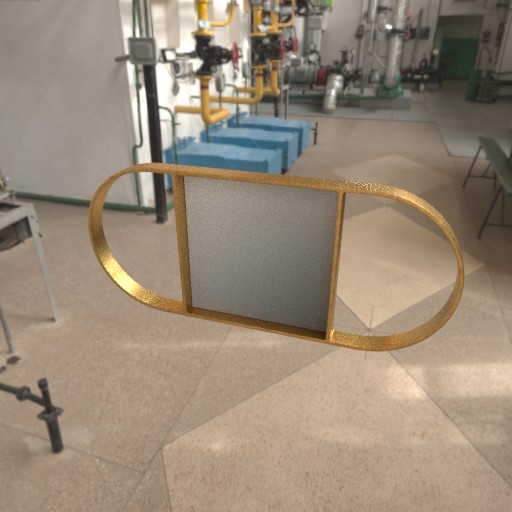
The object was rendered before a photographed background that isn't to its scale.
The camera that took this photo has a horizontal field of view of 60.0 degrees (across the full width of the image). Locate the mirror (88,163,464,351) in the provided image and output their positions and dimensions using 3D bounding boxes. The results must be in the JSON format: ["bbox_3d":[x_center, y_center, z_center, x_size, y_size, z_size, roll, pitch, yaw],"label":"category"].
[{"bbox_3d":[0.000,0.000,0.679,0.584,0.254,0.032,9,28,16],"label":"mirror"}]
